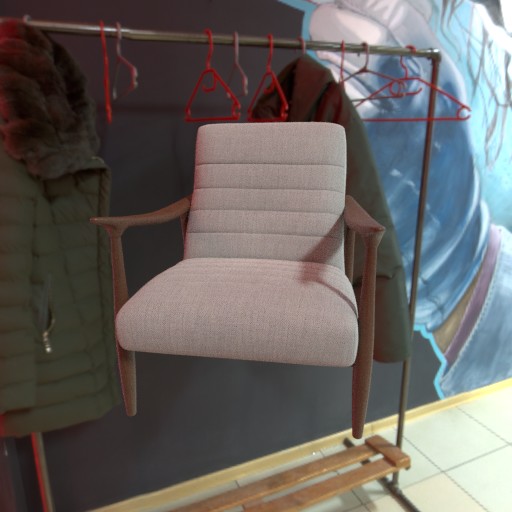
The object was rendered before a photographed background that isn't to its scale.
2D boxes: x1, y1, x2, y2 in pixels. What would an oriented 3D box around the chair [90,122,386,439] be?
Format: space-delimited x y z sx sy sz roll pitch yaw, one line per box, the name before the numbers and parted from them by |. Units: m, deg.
chair | 0.000 0.000 1.431 0.741 0.832 0.798 2 17 8
